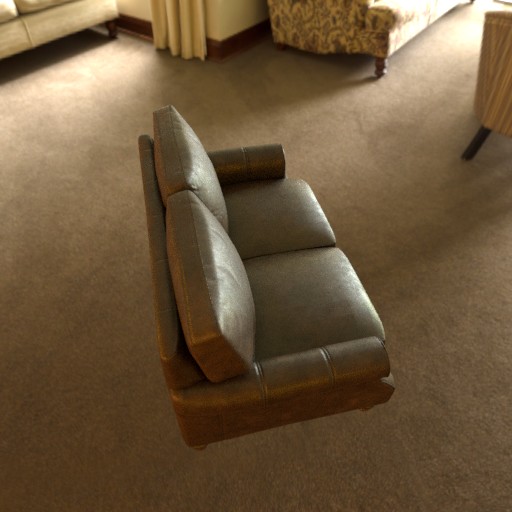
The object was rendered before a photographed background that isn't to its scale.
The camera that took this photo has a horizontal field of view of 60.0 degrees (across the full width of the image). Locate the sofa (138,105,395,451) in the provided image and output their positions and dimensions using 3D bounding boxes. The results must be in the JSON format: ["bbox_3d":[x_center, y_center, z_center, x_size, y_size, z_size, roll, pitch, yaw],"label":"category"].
[{"bbox_3d":[0.000,0.000,2.222,0.990,0.976,1.616,-10,47,-9],"label":"sofa"}]
